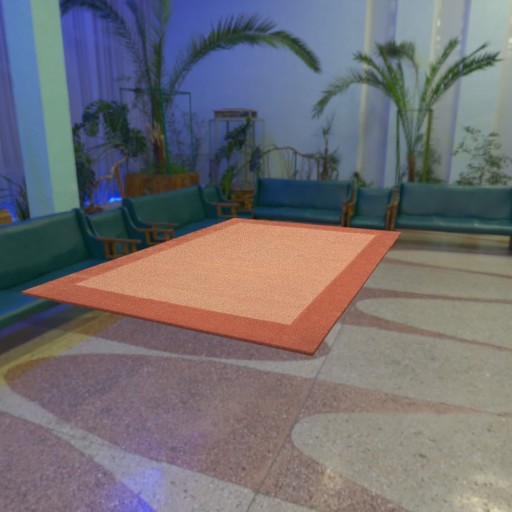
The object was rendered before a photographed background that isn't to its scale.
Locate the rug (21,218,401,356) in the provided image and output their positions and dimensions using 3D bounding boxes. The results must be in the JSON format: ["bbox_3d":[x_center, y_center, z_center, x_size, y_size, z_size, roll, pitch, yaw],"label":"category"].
[{"bbox_3d":[0.000,0.000,2.318,1.219,0.014,1.829,7,17,24],"label":"rug"}]
